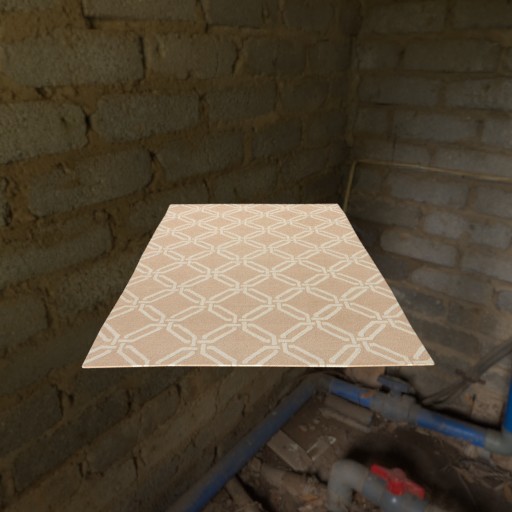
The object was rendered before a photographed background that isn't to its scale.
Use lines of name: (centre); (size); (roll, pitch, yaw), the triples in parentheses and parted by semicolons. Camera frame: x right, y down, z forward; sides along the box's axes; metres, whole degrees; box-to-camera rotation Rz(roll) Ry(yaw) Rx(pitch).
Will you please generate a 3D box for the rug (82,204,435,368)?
rug: (0.000, 0.000, 2.213); (1.146, 0.010, 1.745); (0, 24, -1)
